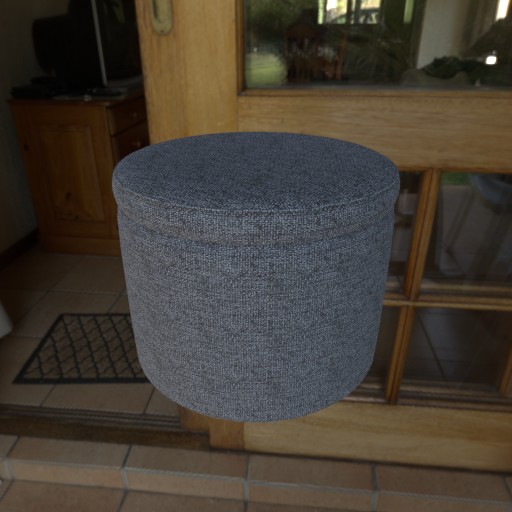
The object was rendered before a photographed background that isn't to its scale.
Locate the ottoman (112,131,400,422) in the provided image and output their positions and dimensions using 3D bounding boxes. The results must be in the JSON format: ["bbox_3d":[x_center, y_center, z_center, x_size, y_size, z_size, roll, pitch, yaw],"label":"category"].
[{"bbox_3d":[0.000,0.000,0.907,0.520,0.430,0.520,0,27,0],"label":"ottoman"}]
